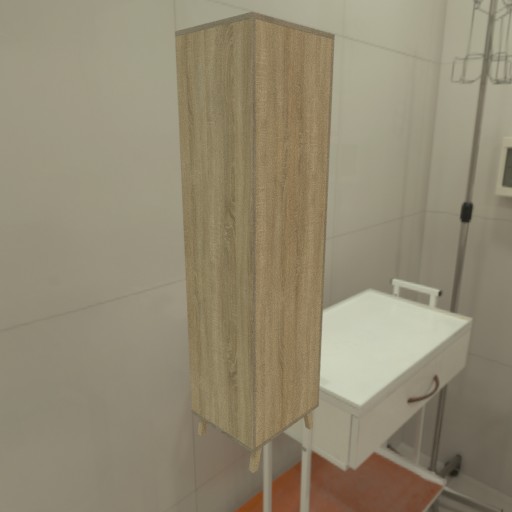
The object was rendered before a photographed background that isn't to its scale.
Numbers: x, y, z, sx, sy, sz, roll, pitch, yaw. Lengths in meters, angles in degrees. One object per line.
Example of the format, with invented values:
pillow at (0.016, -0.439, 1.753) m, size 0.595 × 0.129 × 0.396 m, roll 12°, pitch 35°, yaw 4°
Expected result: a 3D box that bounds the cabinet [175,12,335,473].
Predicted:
cabinet at (0.000, 0.000, 2.138) m, size 0.450 × 1.960 × 0.510 m, roll 14°, pitch 21°, yaw 42°
